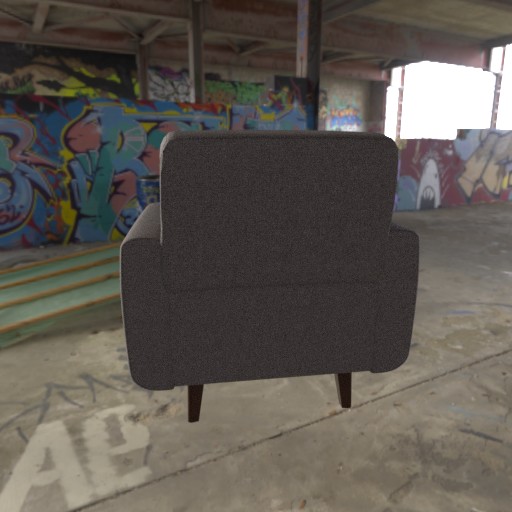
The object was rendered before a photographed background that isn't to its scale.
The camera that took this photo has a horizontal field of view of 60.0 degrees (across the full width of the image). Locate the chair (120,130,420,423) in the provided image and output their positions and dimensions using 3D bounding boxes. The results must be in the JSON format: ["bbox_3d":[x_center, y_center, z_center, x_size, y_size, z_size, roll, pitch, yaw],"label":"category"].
[{"bbox_3d":[0.000,0.000,1.568,0.831,0.839,0.907,-2,14,-9],"label":"chair"}]
